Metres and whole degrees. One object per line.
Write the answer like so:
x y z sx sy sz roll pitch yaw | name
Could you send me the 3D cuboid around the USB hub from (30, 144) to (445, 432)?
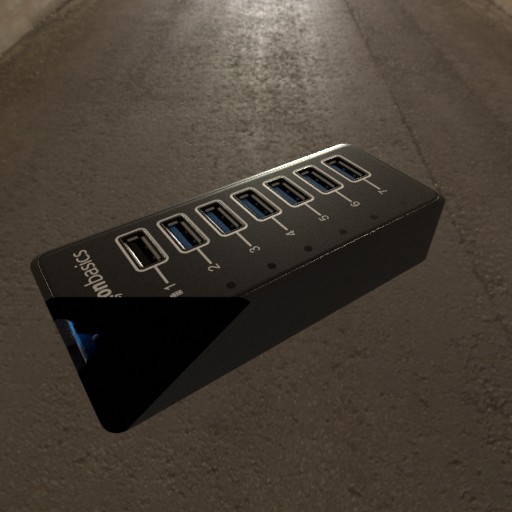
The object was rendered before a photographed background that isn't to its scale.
0.000 0.000 0.128 0.110 0.023 0.044 -25 47 -25 | USB hub
